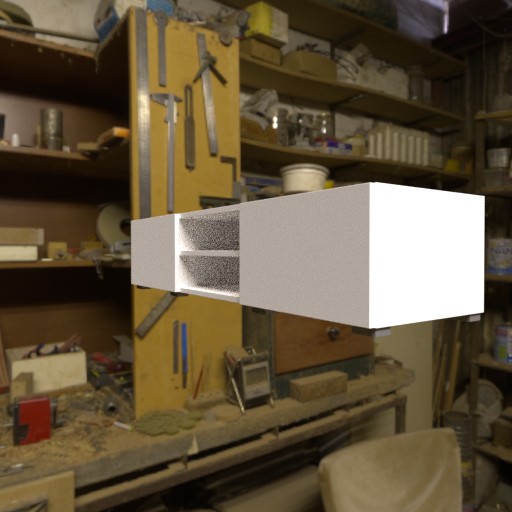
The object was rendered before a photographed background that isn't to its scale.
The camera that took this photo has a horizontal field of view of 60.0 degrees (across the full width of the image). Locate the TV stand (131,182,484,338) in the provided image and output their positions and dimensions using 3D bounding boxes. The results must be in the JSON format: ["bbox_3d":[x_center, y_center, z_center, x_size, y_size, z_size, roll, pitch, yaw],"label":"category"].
[{"bbox_3d":[0.000,0.000,1.564,0.420,0.310,1.400,-1,1,-35],"label":"TV stand"}]
